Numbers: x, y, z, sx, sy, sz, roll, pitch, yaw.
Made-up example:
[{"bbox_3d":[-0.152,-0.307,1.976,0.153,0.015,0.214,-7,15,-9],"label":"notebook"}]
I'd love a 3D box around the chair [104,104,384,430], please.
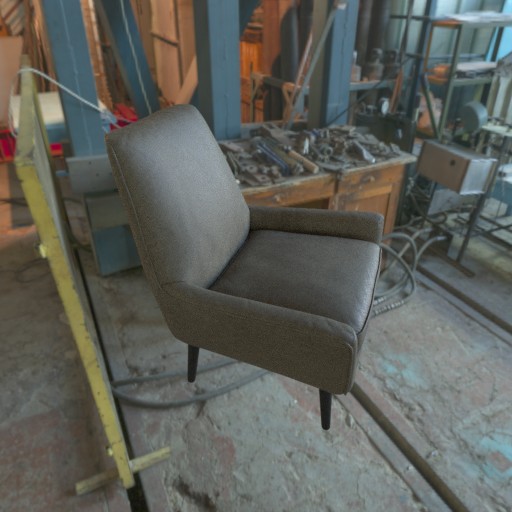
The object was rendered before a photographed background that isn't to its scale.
[{"bbox_3d":[0.000,0.000,1.528,0.824,0.888,0.787,10,32,16],"label":"chair"}]
